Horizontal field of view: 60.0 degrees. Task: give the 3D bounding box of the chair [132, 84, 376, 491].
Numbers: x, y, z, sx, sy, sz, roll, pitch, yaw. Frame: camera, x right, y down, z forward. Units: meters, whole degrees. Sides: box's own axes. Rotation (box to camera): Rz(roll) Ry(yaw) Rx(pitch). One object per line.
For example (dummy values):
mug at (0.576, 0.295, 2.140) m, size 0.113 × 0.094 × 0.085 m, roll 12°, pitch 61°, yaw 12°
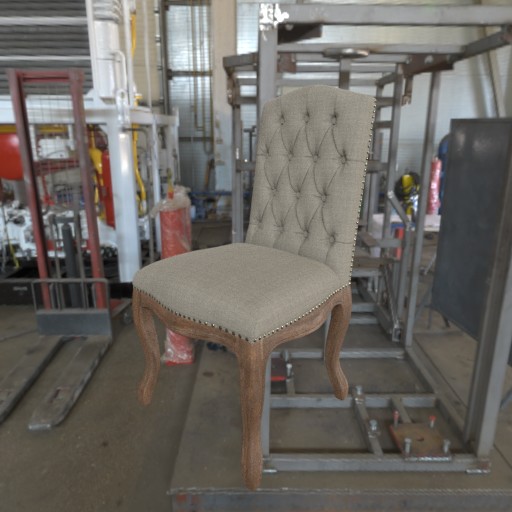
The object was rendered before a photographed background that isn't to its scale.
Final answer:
chair at (0.000, 0.000, 1.588) m, size 0.637 × 1.191 × 0.731 m, roll 15°, pitch 22°, yaw 43°
